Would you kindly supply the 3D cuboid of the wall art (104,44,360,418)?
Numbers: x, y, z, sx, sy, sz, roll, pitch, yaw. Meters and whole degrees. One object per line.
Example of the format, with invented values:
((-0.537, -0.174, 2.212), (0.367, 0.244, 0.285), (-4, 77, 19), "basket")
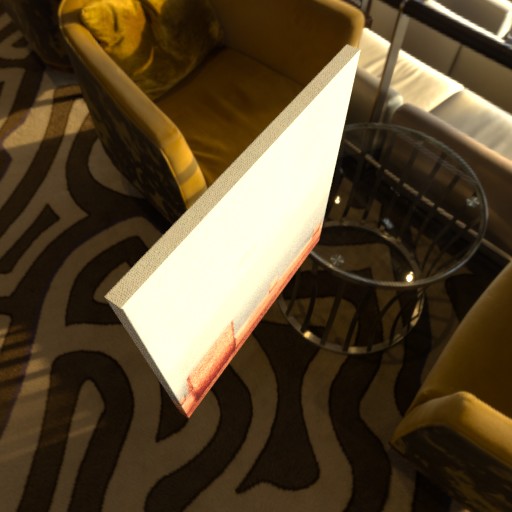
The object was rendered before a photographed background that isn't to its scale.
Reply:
((0.000, 0.000, 0.912), (0.034, 0.605, 0.605), (30, 63, 17), "wall art")
